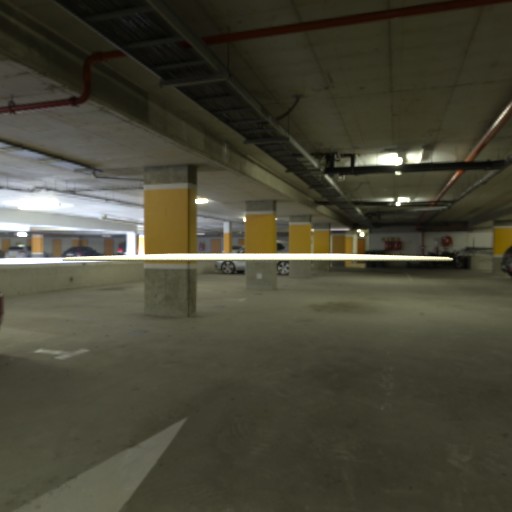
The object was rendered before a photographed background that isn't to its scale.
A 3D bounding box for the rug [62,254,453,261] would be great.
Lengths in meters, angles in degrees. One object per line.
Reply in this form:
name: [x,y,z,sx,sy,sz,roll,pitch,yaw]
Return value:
rug: [0.000,0.000,3.421,1.819,0.018,2.746,0,1,0]
